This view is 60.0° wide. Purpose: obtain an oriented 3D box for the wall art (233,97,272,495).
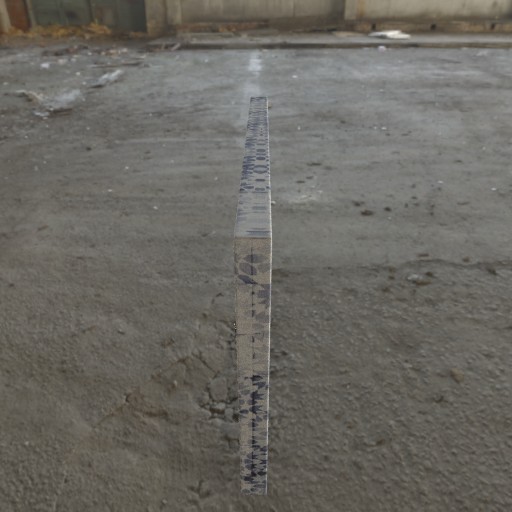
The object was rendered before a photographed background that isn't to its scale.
[{"bbox_3d":[0.000,0.000,1.147,0.057,0.608,0.911,0,31,1],"label":"wall art"}]
